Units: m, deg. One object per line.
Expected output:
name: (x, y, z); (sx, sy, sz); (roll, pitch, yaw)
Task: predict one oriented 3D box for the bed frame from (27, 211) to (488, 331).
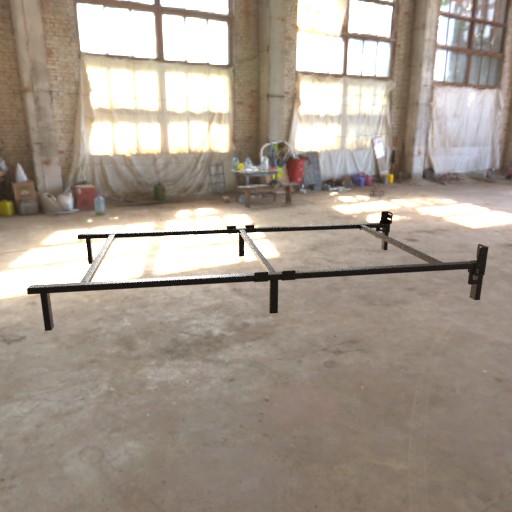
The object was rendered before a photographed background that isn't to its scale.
bed frame: (0.000, 0.000, 2.267); (1.897, 0.248, 0.968); (-3, 16, -10)
